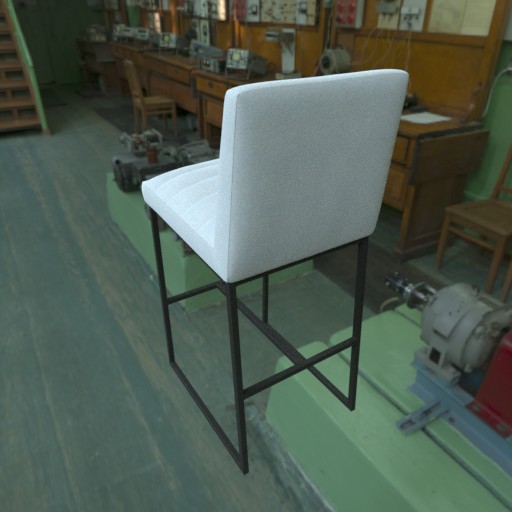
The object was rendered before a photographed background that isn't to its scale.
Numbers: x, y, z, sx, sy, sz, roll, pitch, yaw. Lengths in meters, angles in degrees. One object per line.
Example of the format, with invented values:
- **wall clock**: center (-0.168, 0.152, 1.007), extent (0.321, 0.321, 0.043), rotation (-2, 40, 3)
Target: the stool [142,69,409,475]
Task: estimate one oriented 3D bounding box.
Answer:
- **stool**: center (0.000, 0.000, 1.315), extent (0.464, 1.061, 0.573), rotation (-18, 35, -28)
